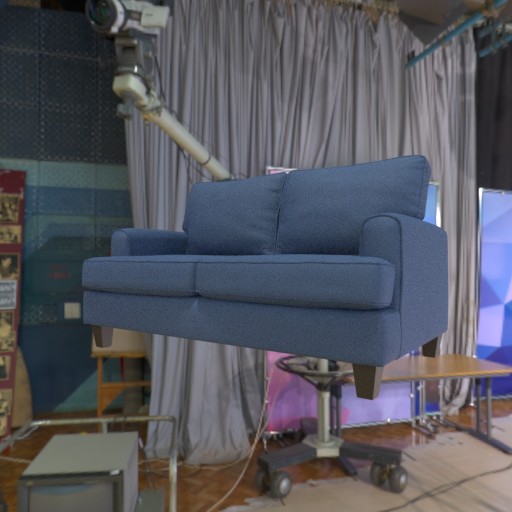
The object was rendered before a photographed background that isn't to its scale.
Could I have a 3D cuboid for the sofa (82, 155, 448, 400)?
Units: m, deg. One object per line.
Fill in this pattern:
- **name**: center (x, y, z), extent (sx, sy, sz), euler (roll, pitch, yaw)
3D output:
- **sofa**: center (0.000, 0.000, 2.239), extent (1.651, 0.965, 0.965), euler (0, 0, 36)
